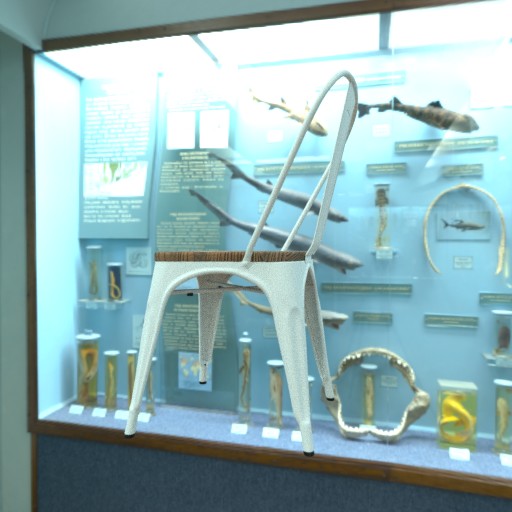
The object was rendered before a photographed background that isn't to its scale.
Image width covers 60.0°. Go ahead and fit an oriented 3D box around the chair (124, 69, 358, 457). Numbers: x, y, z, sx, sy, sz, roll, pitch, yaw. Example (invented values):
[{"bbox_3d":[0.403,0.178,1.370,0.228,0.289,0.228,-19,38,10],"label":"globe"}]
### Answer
[{"bbox_3d":[0.000,0.000,1.174,0.521,0.851,0.452,0,1,17],"label":"chair"}]
